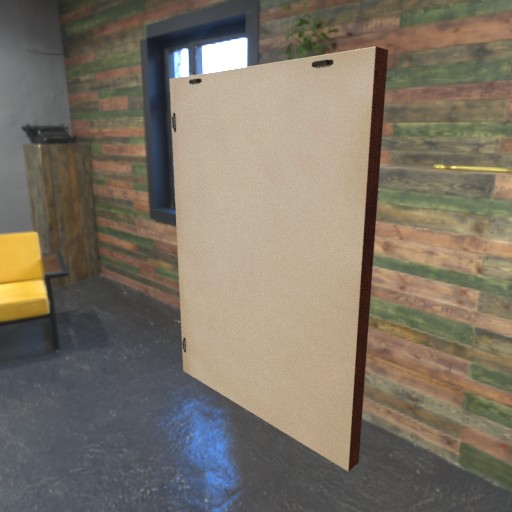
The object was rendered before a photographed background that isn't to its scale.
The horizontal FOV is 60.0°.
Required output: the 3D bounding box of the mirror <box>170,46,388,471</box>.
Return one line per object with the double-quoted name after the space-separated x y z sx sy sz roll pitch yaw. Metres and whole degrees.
0.000 0.000 0.897 0.039 0.711 0.508 -14 21 -43 "mirror"
